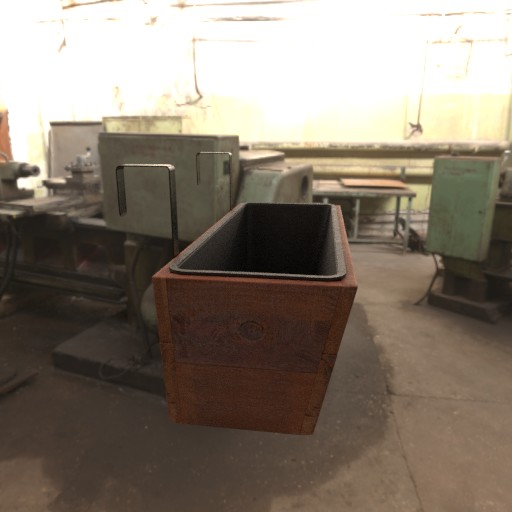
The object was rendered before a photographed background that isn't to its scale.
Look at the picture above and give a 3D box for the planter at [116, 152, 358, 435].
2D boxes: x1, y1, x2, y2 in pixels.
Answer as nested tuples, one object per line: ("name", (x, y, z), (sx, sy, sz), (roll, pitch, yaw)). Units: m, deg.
("planter", (0.000, 0.000, 0.667), (0.262, 0.289, 0.480), (2, 16, 8))
